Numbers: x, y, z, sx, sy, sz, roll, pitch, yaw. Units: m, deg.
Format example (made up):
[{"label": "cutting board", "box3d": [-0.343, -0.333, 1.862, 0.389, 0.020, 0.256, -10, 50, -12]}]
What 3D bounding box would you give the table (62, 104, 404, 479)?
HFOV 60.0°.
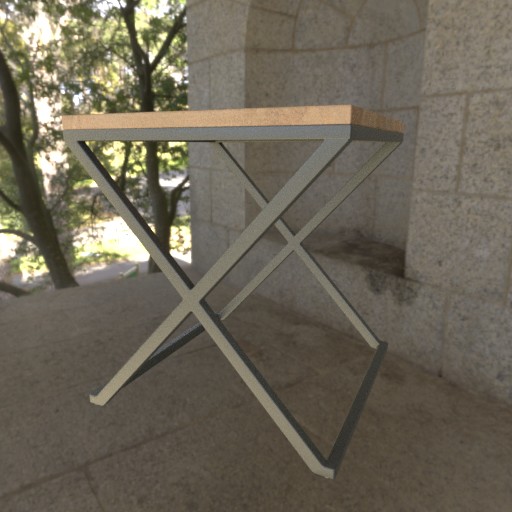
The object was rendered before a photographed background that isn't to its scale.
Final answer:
[{"label": "table", "box3d": [0.000, 0.000, 0.930, 0.498, 0.550, 0.499, 6, 15, 24]}]
